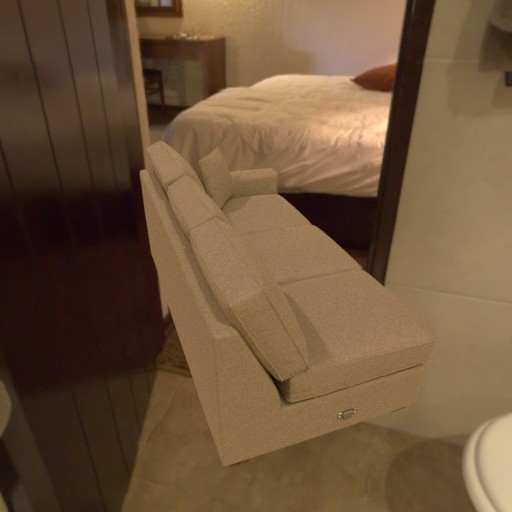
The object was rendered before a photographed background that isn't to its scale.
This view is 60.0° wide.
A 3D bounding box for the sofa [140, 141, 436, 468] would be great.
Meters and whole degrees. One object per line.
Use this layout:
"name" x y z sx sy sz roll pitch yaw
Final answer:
"sofa" 0.000 0.000 2.591 1.034 0.946 1.963 -10 32 -17
